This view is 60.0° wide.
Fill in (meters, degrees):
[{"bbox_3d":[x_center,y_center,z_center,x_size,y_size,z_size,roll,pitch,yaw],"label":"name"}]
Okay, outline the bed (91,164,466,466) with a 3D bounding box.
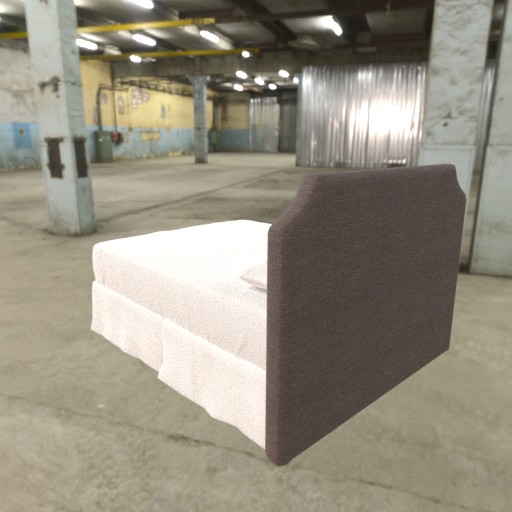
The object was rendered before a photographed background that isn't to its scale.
[{"bbox_3d":[0.000,0.000,3.082,1.693,1.290,2.116,-13,20,-41],"label":"bed"}]
